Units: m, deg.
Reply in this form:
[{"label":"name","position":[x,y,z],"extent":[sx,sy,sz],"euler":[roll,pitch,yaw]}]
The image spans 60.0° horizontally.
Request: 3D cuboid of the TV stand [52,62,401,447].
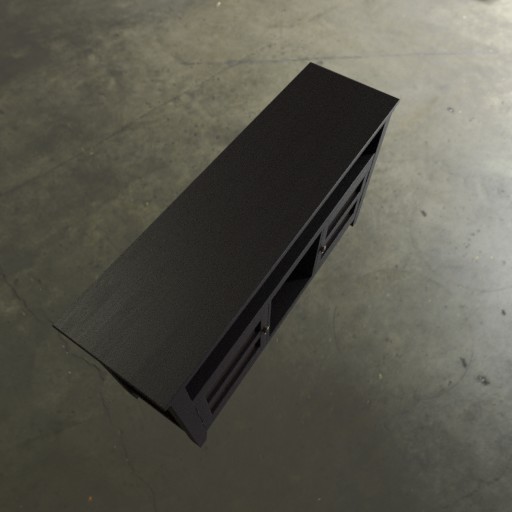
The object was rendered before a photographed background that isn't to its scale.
[{"label":"TV stand","position":[0.000,0.000,1.535],"extent":[0.347,0.681,1.198],"euler":[30,63,17]}]
